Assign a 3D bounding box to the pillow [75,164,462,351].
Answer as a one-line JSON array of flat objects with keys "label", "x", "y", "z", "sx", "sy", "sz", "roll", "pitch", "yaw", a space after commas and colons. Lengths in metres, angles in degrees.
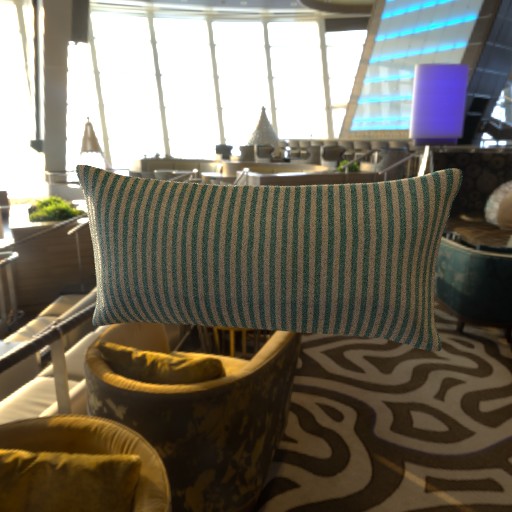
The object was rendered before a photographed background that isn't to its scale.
[{"label": "pillow", "x": 0.000, "y": 0.000, "z": 0.738, "sx": 0.617, "sy": 0.295, "sz": 0.151, "roll": 2, "pitch": 15, "yaw": 9}]
